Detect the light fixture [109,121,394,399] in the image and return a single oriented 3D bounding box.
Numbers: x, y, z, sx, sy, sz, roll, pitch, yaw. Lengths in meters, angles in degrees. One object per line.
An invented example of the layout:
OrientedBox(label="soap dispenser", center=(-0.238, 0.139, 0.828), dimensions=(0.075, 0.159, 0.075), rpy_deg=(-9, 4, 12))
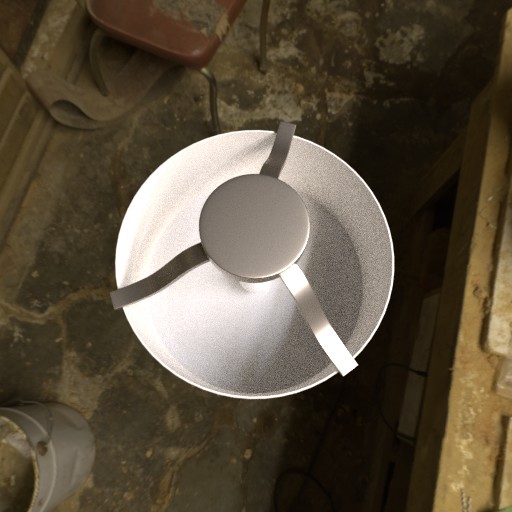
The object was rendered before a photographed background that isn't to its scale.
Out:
OrientedBox(label="light fixture", center=(0.000, 0.000, 0.646), dimensions=(0.395, 0.304, 0.395), rpy_deg=(0, 74, 0))
